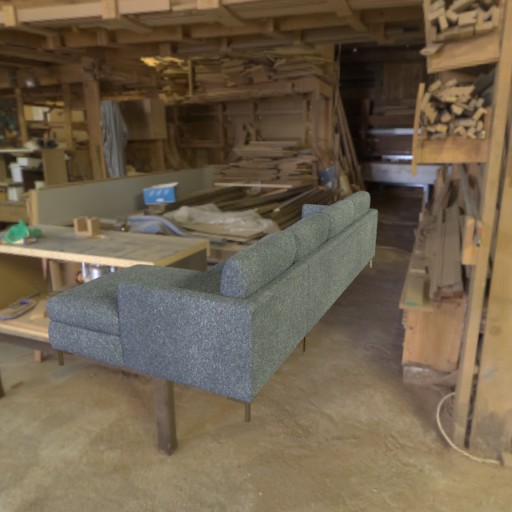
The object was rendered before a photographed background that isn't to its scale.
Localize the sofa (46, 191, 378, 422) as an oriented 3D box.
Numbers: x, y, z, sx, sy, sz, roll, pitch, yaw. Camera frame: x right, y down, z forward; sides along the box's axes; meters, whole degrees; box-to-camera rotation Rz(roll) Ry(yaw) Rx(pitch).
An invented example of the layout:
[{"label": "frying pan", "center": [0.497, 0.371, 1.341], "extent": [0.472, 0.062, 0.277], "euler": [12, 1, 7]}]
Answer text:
[{"label": "sofa", "center": [0.000, 0.000, 3.548], "extent": [1.350, 0.810, 2.932], "euler": [7, 17, 25]}]
